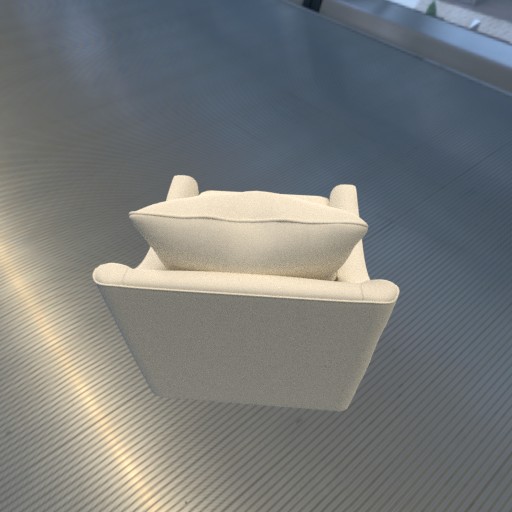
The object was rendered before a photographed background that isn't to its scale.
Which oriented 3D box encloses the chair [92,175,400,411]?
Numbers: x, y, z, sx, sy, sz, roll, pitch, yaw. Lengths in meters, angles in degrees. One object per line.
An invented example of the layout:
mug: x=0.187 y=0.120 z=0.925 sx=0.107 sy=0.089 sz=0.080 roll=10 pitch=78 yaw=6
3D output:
chair: x=0.000 y=0.000 z=1.589 sx=0.756 sy=0.965 sz=0.876 roll=3 pitch=47 yaw=3
